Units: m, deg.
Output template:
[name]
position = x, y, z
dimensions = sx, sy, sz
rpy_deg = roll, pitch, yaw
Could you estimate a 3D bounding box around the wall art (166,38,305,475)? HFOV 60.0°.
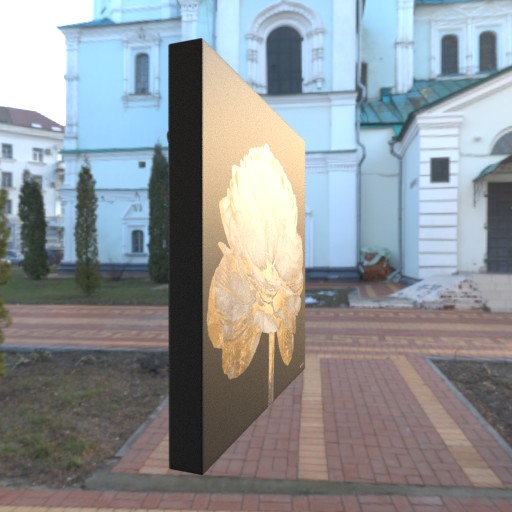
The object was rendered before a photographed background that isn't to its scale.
[wall art]
position = 0.000, 0.000, 0.606
dimensions = 0.041, 0.407, 0.406
rpy_deg = 0, 0, 20
